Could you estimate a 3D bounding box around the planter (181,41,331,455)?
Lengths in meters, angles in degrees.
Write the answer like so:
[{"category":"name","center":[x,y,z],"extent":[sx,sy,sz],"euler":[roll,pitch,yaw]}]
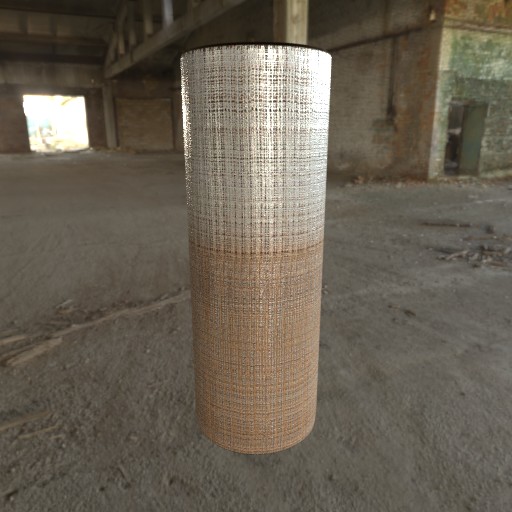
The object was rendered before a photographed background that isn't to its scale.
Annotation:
[{"category":"planter","center":[0.000,0.000,0.332],"extent":[0.099,0.278,0.099],"euler":[-8,18,-26]}]
